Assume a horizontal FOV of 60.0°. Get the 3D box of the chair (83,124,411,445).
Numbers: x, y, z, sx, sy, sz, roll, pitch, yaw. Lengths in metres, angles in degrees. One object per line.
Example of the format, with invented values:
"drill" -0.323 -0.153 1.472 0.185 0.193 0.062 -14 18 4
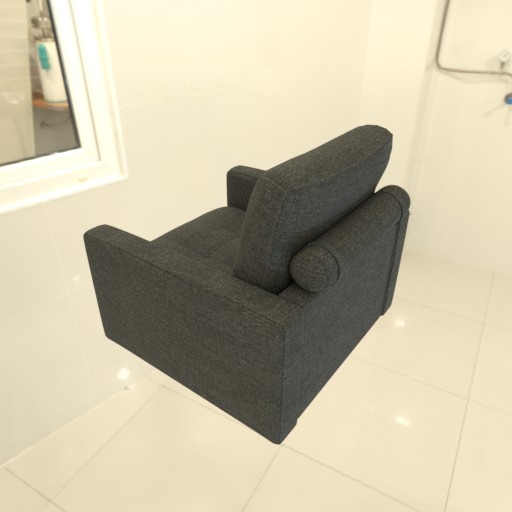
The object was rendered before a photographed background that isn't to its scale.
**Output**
"chair" 0.000 0.000 1.552 0.843 0.880 0.821 21 37 31
